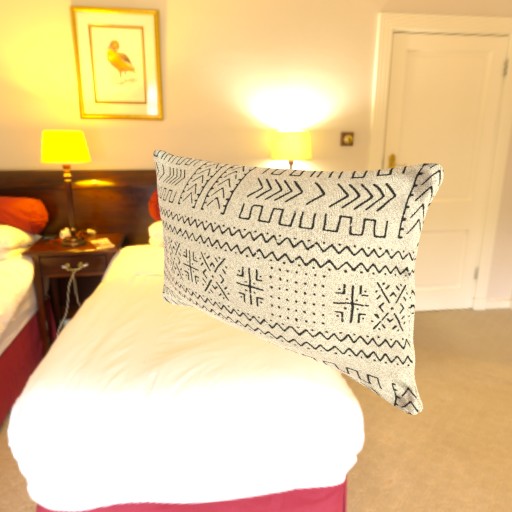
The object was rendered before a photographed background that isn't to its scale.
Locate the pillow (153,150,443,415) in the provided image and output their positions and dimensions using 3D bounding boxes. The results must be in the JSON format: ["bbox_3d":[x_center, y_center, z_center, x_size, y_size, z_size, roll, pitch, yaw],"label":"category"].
[{"bbox_3d":[0.000,0.000,0.787,0.188,0.352,0.637,-15,22,-43],"label":"pillow"}]
